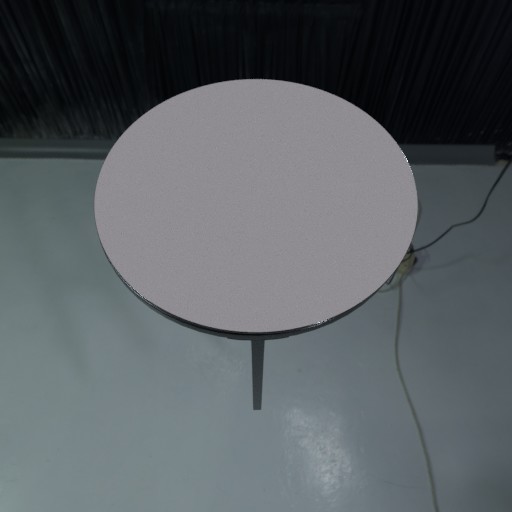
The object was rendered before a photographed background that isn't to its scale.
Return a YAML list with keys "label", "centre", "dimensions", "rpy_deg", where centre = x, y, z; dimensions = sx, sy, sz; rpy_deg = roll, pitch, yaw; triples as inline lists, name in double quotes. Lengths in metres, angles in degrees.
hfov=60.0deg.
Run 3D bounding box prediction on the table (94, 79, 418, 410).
- label: "table"
  centre: [0.000, 0.000, 0.882]
  dimensions: [0.499, 0.443, 0.499]
  rpy_deg: [0, 59, 0]
